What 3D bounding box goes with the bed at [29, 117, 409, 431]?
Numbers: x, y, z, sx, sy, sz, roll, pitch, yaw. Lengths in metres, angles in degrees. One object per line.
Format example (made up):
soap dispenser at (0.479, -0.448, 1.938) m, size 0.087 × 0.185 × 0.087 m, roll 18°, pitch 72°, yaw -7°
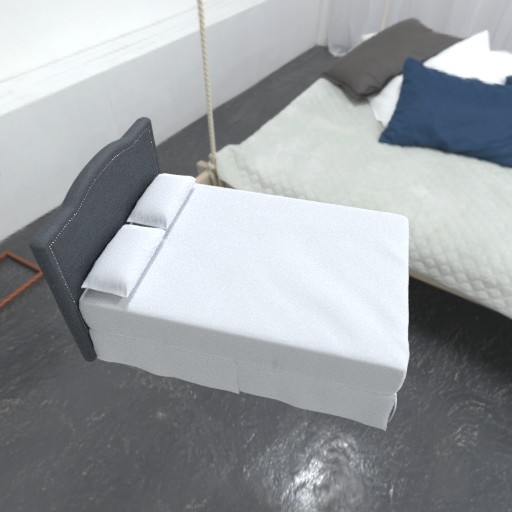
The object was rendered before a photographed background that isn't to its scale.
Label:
bed at (0.000, 0.000, 3.553) m, size 2.507 × 1.441 × 1.747 m, roll 10°, pitch 46°, yaw 10°
